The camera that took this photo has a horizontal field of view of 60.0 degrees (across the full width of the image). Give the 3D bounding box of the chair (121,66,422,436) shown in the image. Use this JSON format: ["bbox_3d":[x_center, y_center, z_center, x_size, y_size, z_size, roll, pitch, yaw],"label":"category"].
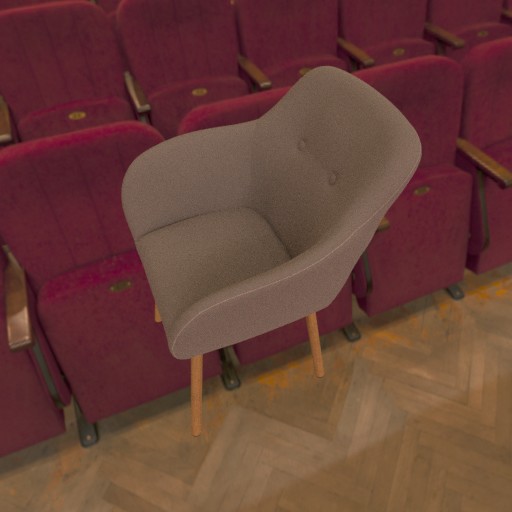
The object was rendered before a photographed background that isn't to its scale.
[{"bbox_3d":[0.000,0.000,1.198,0.590,0.830,0.570,-17,48,-16],"label":"chair"}]
